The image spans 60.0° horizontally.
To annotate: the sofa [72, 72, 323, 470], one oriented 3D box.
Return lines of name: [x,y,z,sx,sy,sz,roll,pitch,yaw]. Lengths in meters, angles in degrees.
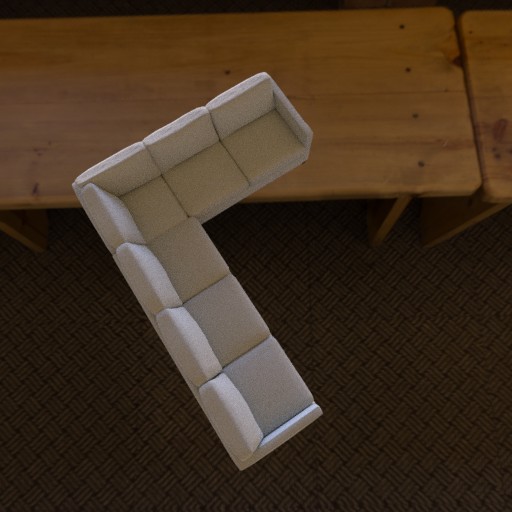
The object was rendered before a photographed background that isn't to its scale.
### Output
sofa: [0.000,0.000,4.684,2.522,0.934,3.333,-32,78,-8]
